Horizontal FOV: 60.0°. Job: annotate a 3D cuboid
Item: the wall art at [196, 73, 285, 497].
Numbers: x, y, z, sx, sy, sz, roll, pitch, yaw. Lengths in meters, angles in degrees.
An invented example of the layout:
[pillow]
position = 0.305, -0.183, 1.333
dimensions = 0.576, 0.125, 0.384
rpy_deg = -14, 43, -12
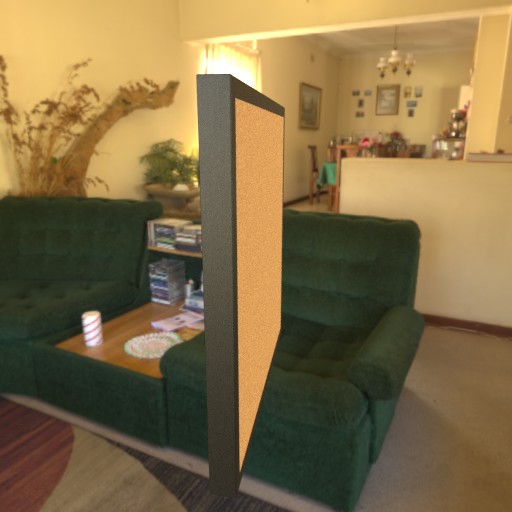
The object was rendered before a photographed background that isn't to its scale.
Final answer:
[wall art]
position = 0.000, 0.000, 0.747
dimensions = 0.036, 0.508, 0.508
rpy_deg = 2, 15, 9
